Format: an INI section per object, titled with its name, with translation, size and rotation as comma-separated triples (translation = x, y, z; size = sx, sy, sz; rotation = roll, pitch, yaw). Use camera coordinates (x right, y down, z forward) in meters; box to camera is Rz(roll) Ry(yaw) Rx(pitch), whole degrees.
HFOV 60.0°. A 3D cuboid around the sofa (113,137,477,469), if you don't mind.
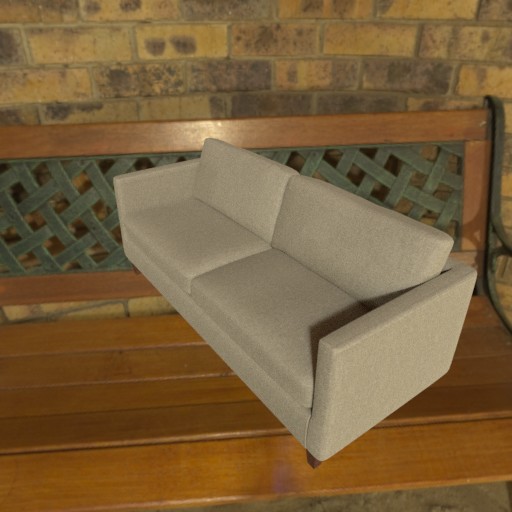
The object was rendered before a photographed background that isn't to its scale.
[sofa]
translation = 0.000, 0.000, 2.681
size = 0.956, 0.963, 2.208
rotation = -20, 36, -30
